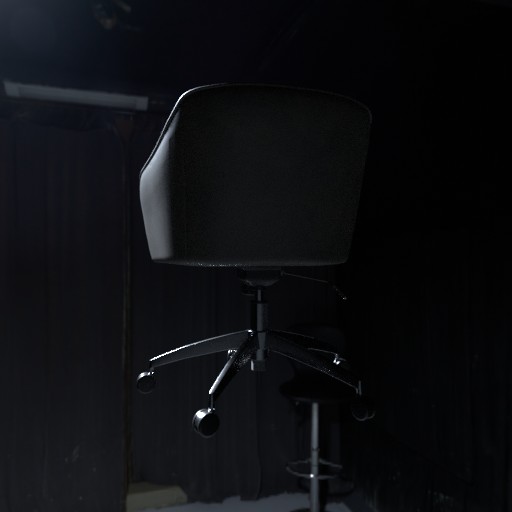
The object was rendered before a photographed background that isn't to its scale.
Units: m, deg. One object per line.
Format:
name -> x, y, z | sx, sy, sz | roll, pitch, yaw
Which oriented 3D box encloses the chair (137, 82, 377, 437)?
chair -> 0.000, 0.000, 1.373 | 0.713, 0.827, 0.689 | 0, 0, -17
